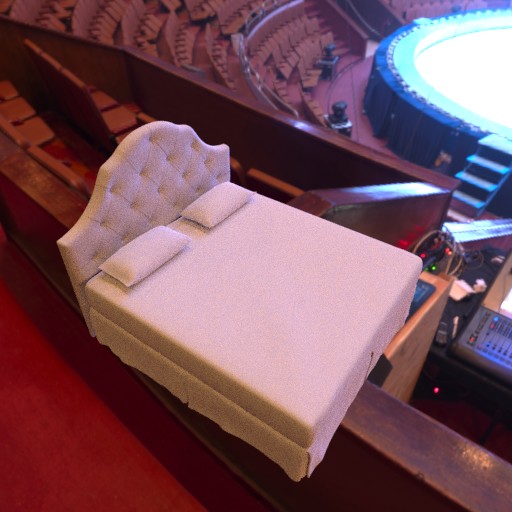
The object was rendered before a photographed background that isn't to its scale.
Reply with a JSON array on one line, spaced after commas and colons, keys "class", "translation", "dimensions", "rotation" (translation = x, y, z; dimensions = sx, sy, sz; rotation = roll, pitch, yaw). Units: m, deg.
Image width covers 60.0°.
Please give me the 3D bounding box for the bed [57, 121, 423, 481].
[{"class": "bed", "translation": [0.000, 0.000, 3.532], "dimensions": [2.214, 1.615, 2.008], "rotation": [25, 46, 26]}]
